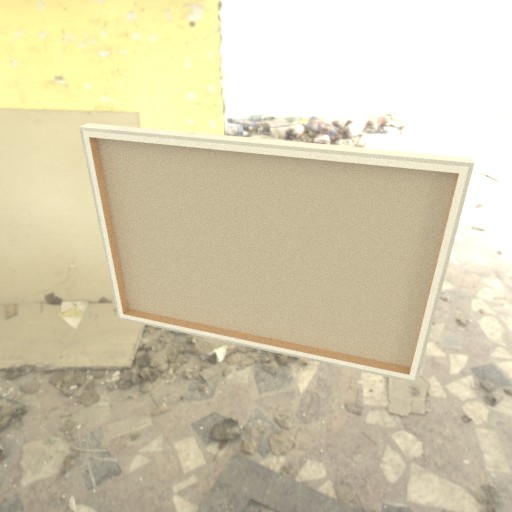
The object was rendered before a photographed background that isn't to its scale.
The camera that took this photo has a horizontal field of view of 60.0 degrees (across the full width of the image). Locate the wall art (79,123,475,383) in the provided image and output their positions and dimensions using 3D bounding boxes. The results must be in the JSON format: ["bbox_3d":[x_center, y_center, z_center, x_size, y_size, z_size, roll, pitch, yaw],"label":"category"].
[{"bbox_3d":[0.000,0.000,1.163,0.915,0.610,0.038,9,32,15],"label":"wall art"}]
